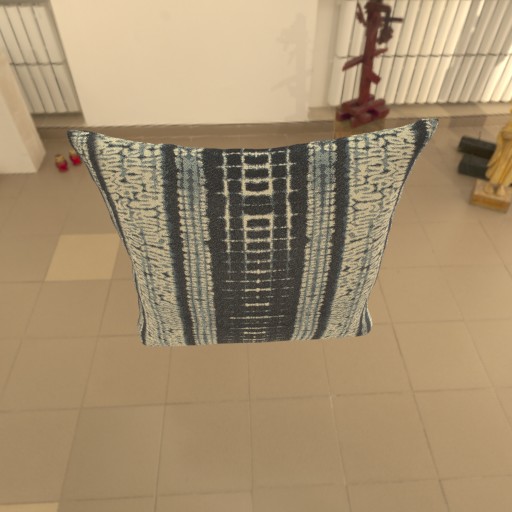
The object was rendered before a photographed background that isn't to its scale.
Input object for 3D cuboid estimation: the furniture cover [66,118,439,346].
[{"bbox_3d":[0.000,0.000,0.660,0.425,0.435,0.133,-2,47,-2],"label":"furniture cover"}]
